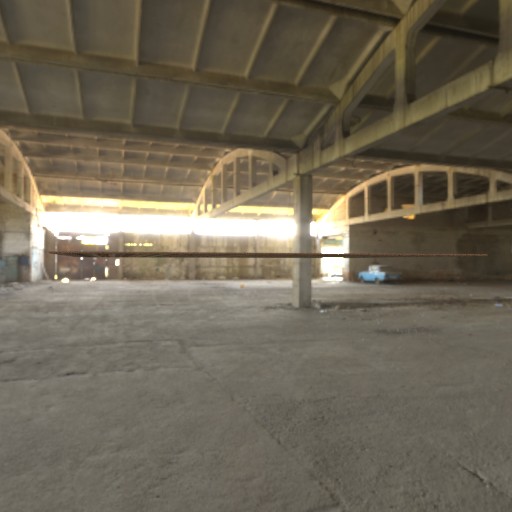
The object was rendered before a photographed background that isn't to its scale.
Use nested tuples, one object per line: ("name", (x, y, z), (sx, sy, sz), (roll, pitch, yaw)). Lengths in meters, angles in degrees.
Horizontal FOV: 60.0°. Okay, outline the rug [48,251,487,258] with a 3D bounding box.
("rug", (0.000, 0.000, 2.314), (1.829, 0.008, 1.219), (0, -1, -18))
